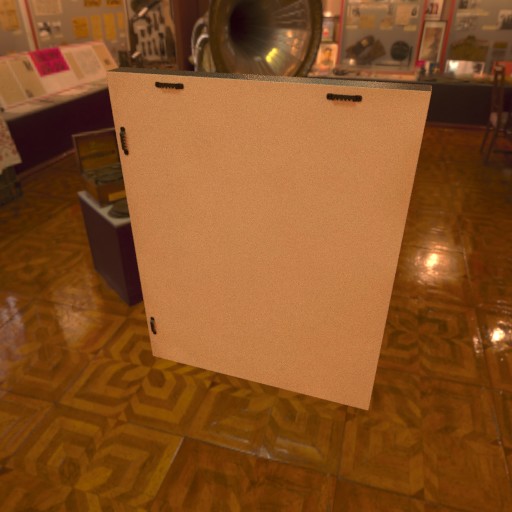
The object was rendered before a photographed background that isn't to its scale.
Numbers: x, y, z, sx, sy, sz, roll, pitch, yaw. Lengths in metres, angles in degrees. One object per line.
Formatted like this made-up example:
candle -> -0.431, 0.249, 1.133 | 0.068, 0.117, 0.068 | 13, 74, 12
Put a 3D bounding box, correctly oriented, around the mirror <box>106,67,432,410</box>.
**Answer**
mirror -> 0.000, 0.000, 0.672 | 0.406, 0.509, 0.041 | 10, 33, 16
